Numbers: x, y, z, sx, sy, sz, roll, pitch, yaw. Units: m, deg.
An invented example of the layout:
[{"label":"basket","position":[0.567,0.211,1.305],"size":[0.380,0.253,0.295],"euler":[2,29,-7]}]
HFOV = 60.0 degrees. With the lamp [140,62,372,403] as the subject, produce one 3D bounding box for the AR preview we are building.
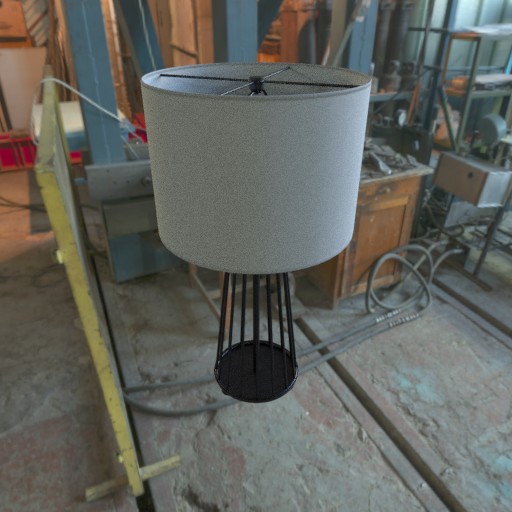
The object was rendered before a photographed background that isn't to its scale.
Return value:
[{"label":"lamp","position":[0.000,0.000,0.779],"size":[0.322,0.593,0.322],"euler":[11,32,18]}]
